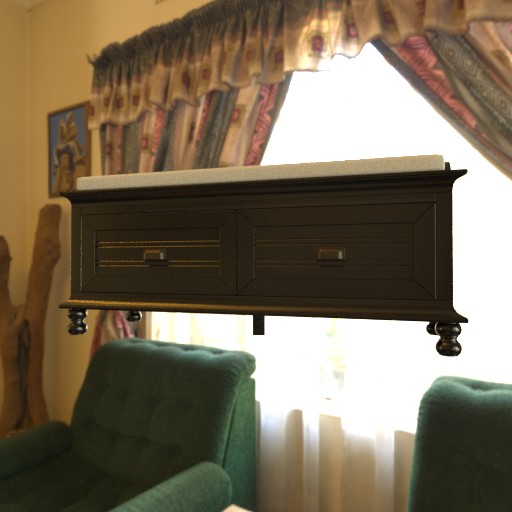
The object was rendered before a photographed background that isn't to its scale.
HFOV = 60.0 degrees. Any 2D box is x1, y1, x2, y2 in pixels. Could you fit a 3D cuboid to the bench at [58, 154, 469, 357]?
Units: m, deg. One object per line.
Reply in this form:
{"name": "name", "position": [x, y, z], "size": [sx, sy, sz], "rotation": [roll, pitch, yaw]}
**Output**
{"name": "bench", "position": [0.000, 0.000, 1.423], "size": [1.185, 0.501, 0.402], "rotation": [0, -1, 17]}
